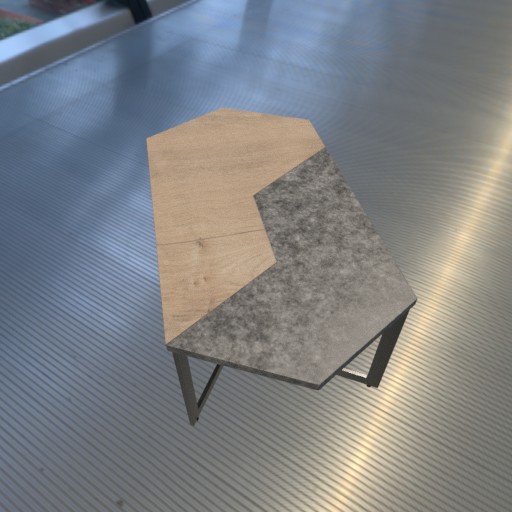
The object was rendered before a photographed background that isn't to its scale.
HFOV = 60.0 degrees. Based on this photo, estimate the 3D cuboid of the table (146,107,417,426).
[{"bbox_3d":[0.000,0.000,1.496,0.609,0.457,1.219,-9,46,-9],"label":"table"}]
